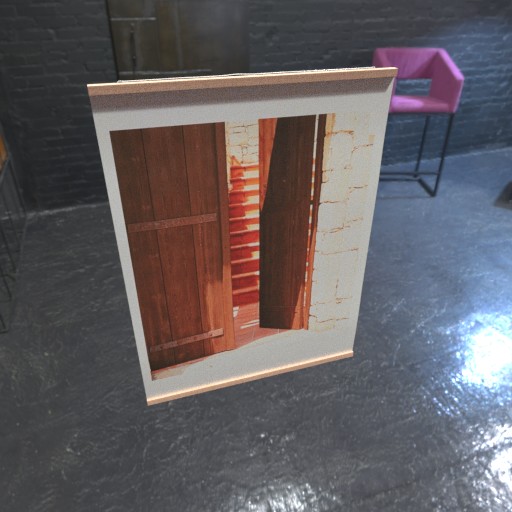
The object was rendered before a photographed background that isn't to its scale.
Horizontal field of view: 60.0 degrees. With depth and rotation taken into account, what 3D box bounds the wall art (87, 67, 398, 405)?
[{"bbox_3d":[0.000,0.000,1.309,0.758,1.013,0.020,-9,33,-15],"label":"wall art"}]
